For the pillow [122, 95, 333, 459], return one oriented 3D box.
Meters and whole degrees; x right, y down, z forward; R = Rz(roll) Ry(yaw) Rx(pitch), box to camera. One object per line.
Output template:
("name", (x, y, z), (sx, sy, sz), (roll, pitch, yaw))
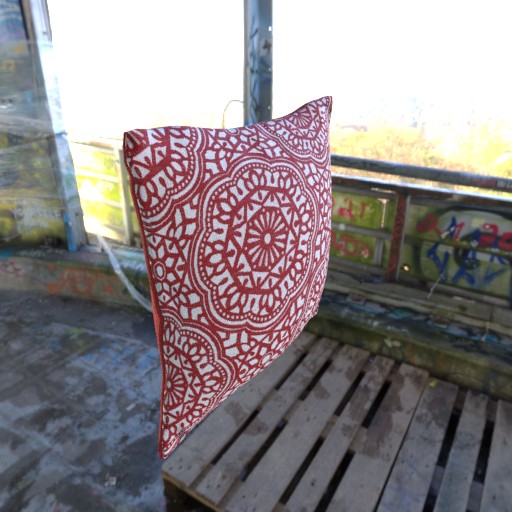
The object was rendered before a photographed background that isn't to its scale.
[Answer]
("pillow", (0.000, 0.000, 0.654), (0.162, 0.419, 0.438), (16, 29, 31))
